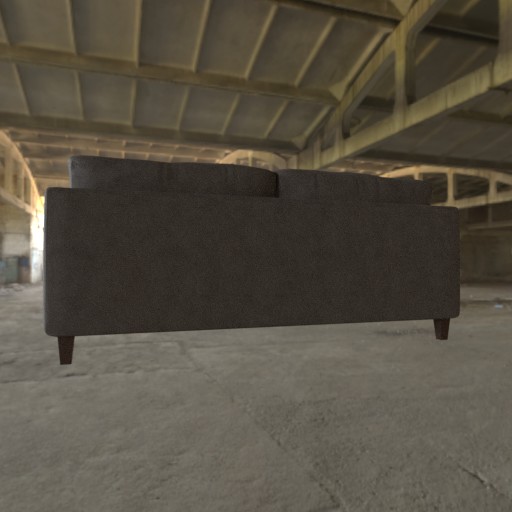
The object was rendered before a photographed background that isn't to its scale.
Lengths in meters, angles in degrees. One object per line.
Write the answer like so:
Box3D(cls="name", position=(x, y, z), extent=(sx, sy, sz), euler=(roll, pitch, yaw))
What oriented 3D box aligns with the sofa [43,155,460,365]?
Box3D(cls="sofa", position=(0.000, 0.000, 2.649), extent=(2.208, 0.965, 0.951), euler=(0, -1, -18))
